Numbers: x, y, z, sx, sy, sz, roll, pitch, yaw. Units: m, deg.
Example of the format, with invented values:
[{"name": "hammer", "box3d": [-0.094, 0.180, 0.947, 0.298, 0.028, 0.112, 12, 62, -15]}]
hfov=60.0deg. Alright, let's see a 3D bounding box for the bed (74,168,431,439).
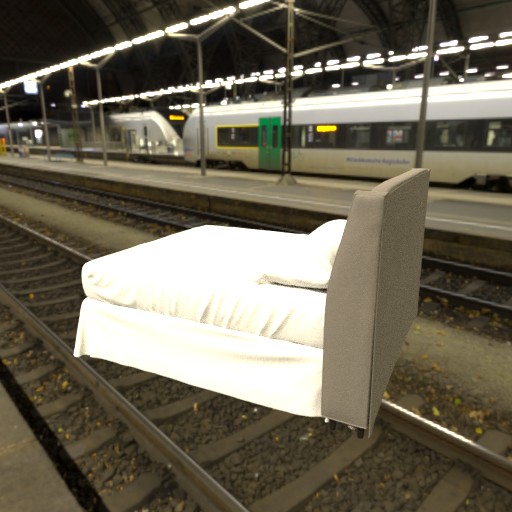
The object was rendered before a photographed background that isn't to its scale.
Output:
[{"name": "bed", "box3d": [0.000, 0.000, 3.455, 2.276, 1.332, 1.925, 7, 17, 26]}]
